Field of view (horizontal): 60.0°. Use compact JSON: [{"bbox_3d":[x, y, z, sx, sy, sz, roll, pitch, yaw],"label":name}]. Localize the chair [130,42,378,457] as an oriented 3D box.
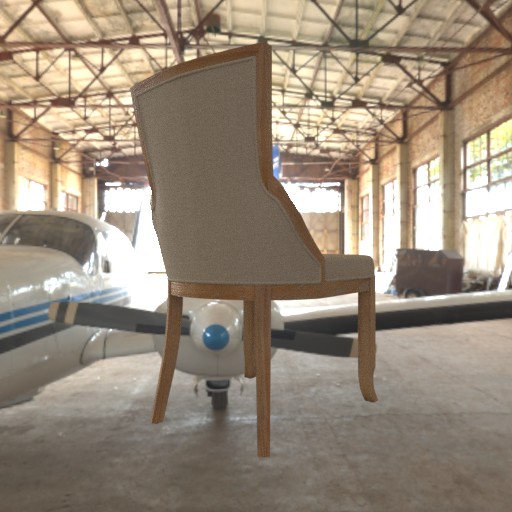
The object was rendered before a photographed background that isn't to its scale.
[{"bbox_3d":[0.000,0.000,1.340,0.524,0.947,0.641,0,0,35],"label":"chair"}]
